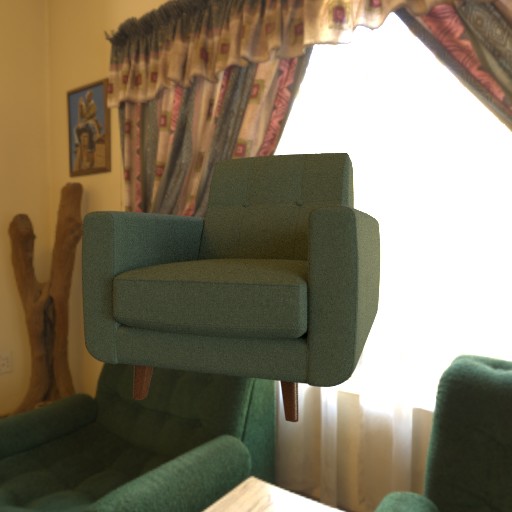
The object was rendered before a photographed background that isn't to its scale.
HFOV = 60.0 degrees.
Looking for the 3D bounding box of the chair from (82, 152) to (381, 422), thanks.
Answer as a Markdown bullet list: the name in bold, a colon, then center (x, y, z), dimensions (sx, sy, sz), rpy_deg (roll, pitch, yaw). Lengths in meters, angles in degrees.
- **chair**: center (0.000, 0.000, 1.609), dimensions (0.831, 0.841, 0.909), rpy_deg (1, 2, 19)
